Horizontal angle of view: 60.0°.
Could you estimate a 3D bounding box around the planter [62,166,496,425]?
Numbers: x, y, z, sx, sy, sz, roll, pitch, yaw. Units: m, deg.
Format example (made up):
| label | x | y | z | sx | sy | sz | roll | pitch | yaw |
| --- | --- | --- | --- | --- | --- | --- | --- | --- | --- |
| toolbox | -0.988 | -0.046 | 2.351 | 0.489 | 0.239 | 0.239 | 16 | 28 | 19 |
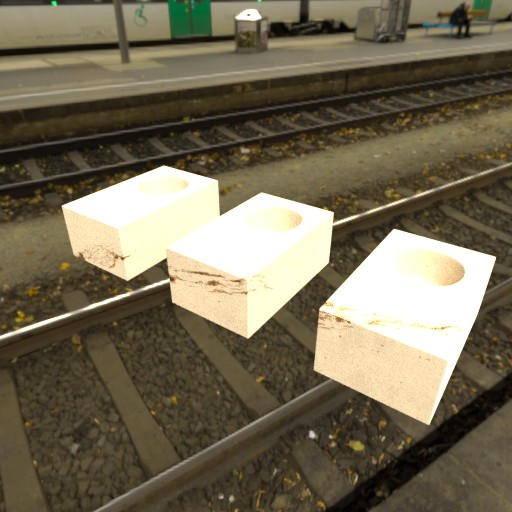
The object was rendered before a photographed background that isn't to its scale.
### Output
| label | x | y | z | sx | sy | sz | roll | pitch | yaw |
| --- | --- | --- | --- | --- | --- | --- | --- | --- | --- |
| planter | 0.000 | 0.000 | 0.369 | 0.333 | 0.051 | 0.127 | 20 | 36 | 29 |
